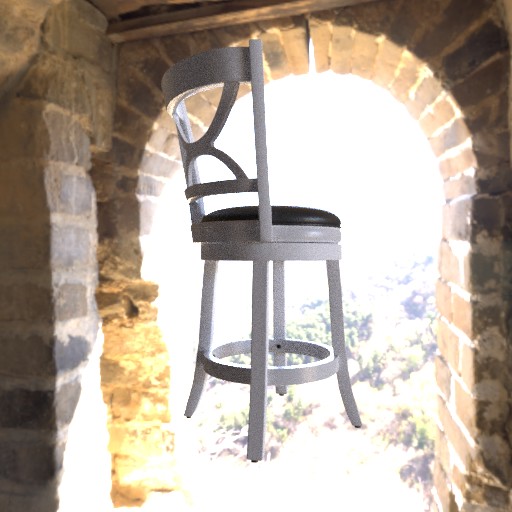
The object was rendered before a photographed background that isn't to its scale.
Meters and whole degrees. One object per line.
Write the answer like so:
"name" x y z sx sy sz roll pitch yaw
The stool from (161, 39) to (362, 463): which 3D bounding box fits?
"stool" 0.000 0.000 1.235 0.508 0.953 0.444 0 1 -36
